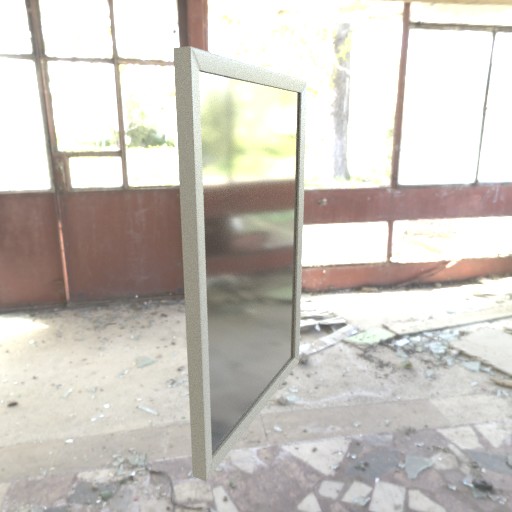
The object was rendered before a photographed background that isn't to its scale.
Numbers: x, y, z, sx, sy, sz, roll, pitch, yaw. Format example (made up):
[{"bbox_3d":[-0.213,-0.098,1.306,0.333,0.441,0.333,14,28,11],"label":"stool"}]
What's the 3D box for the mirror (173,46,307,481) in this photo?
[{"bbox_3d":[0.000,0.000,1.164,0.041,0.914,0.609,7,17,25],"label":"mirror"}]
